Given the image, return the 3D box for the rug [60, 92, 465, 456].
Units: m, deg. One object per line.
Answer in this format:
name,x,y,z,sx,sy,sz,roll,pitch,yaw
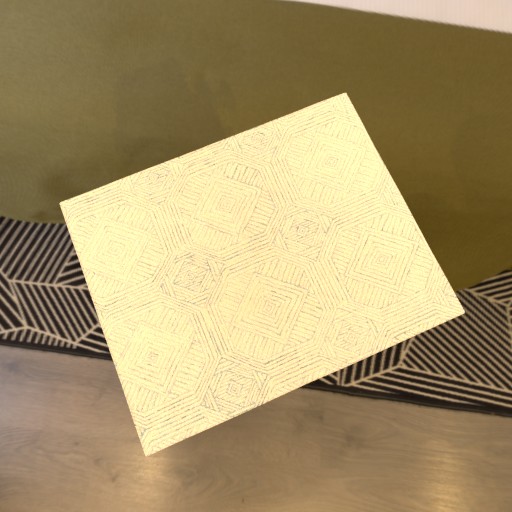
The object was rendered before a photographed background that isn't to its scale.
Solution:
rug,0.000,0.000,4.119,3.049,0.015,2.457,-23,77,-5
